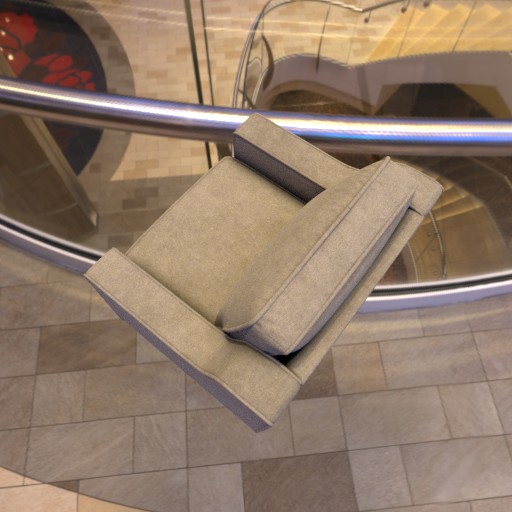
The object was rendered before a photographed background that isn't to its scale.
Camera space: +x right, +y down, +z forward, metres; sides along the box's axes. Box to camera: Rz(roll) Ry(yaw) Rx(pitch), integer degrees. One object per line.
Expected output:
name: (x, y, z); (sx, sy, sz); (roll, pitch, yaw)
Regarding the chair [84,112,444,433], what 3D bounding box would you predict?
chair: (0.000, 0.000, 1.646); (0.840, 0.944, 0.926); (35, 69, 16)
